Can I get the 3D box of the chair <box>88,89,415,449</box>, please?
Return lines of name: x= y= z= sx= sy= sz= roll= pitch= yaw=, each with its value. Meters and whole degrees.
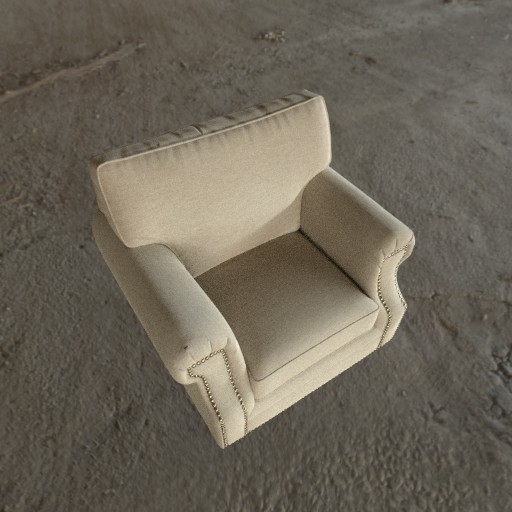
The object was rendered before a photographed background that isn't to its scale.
chair: x=0.000 y=0.000 z=1.851 sx=1.092 sy=0.961 sz=0.965 roll=-26 pitch=52 yaw=-22
